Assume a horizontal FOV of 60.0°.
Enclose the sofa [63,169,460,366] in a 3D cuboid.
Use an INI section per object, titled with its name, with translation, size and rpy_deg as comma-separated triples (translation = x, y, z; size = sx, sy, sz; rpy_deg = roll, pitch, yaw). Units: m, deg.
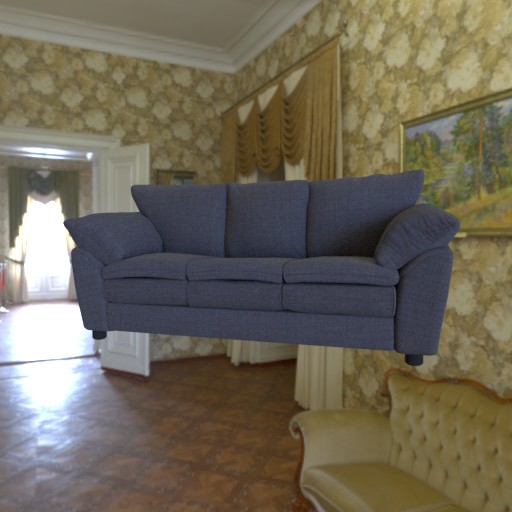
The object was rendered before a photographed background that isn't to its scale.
[sofa]
translation = 0.000, 0.000, 2.858
size = 2.336, 1.080, 0.883
rpy_deg = 1, 2, 19
